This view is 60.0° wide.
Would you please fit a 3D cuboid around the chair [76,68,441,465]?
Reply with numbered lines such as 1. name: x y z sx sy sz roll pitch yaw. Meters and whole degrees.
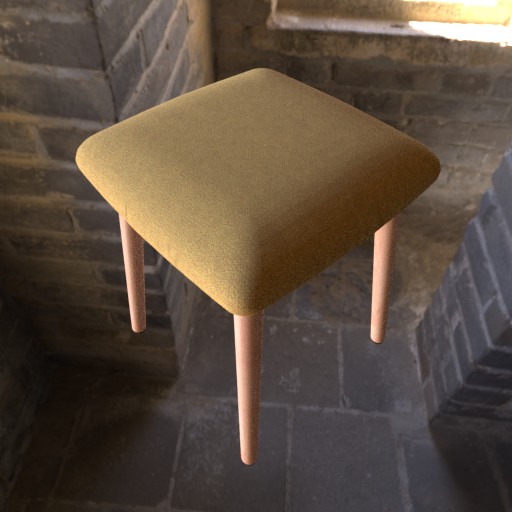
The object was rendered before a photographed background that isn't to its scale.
1. chair: 0.000 0.000 0.681 0.350 0.440 0.350 -34 56 -27
